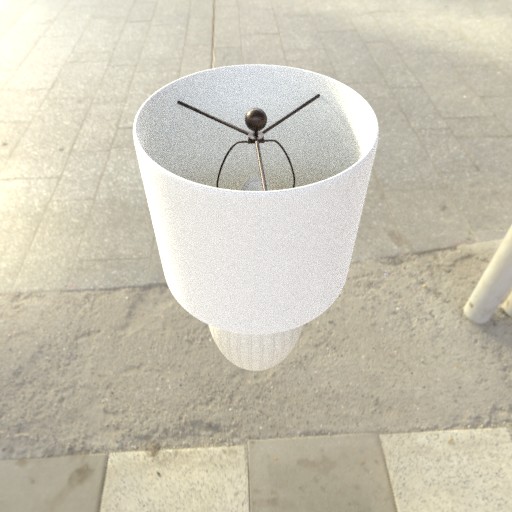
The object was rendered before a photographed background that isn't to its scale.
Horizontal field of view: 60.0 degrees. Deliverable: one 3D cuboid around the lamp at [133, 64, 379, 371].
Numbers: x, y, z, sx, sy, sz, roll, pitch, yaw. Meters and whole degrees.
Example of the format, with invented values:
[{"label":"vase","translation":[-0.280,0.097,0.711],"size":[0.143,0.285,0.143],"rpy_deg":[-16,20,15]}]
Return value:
[{"label":"lamp","translation":[0.000,0.000,0.796],"size":[0.328,0.570,0.328],"rpy_deg":[0,47,0]}]
